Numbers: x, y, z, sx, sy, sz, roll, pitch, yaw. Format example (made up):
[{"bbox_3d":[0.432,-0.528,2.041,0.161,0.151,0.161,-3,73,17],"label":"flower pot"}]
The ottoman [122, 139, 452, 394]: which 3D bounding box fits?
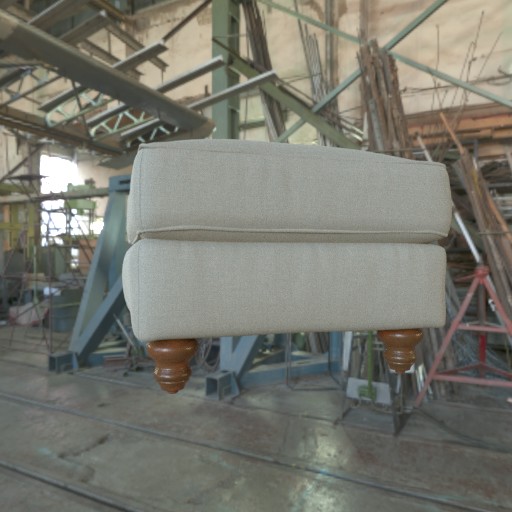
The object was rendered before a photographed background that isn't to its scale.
[{"bbox_3d":[0.000,0.000,1.146,0.662,0.505,0.716,0,0,-17],"label":"ottoman"}]
